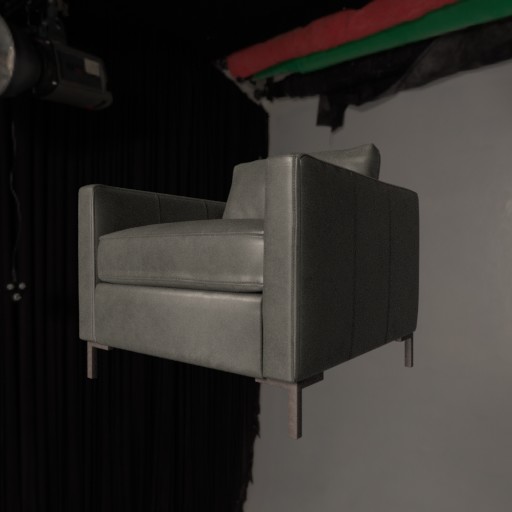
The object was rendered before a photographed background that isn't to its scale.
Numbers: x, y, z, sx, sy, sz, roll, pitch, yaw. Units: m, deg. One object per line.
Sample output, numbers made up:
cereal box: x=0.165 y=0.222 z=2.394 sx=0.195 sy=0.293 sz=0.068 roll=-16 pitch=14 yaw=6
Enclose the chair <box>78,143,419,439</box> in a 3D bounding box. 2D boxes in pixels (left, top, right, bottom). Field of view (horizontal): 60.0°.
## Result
chair: x=0.000 y=0.000 z=1.499 sx=0.967 sy=0.824 sz=0.861 roll=0 pitch=0 yaw=37
